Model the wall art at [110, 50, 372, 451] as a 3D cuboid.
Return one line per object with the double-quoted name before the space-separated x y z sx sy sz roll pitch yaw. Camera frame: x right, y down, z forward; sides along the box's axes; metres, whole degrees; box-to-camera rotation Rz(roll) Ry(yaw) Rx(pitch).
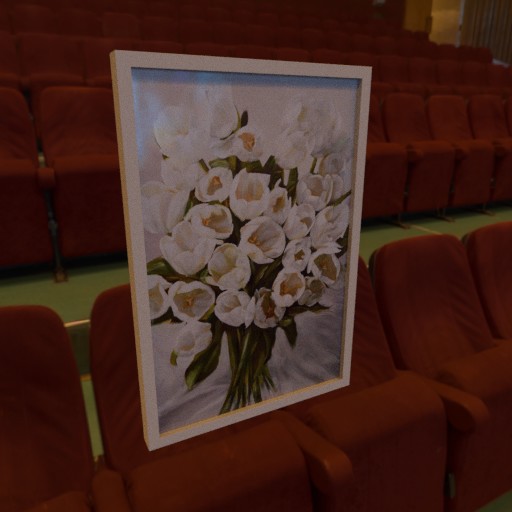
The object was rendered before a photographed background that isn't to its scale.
"wall art" 0.000 0.000 0.528 0.293 0.428 0.025 -9 19 -26
